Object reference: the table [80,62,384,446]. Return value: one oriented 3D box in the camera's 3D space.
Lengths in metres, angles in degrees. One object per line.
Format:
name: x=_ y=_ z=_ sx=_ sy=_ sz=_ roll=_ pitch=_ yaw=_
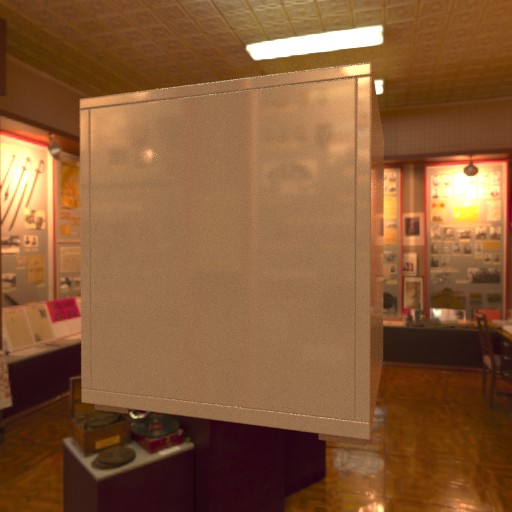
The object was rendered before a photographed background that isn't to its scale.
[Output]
table: x=0.000 y=0.000 z=0.786 sx=0.420 sy=0.470 sz=0.400 roll=0 pitch=1 yaw=18
